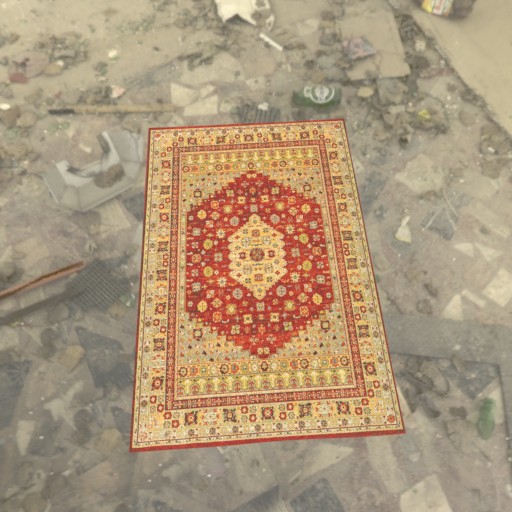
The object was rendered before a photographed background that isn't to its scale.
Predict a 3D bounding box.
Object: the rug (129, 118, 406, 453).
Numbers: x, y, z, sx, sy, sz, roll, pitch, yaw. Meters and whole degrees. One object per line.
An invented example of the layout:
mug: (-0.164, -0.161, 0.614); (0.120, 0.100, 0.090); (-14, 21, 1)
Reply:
rug: (0.000, 0.000, 2.303); (1.194, 0.013, 1.802); (-3, 64, -2)
